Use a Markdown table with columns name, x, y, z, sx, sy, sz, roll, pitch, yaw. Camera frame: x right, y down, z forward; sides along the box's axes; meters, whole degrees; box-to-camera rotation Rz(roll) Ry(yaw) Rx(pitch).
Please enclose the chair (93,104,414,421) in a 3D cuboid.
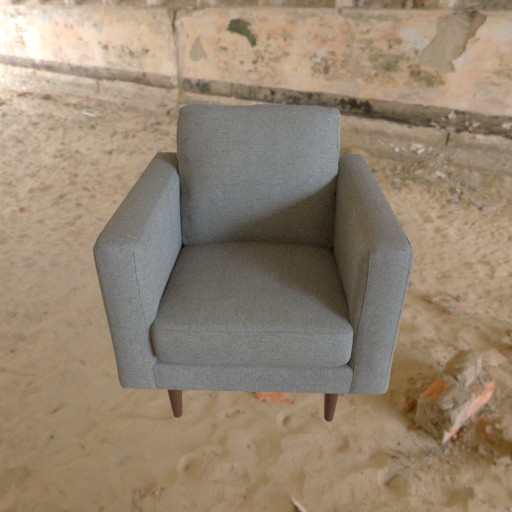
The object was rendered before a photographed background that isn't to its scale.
| name | x | y | z | sx | sy | sz | roll | pitch | yaw |
| --- | --- | --- | --- | --- | --- | --- | --- | --- | --- |
| chair | 0.000 | 0.000 | 1.572 | 0.855 | 0.927 | 0.800 | 1 | 31 | 2 |
